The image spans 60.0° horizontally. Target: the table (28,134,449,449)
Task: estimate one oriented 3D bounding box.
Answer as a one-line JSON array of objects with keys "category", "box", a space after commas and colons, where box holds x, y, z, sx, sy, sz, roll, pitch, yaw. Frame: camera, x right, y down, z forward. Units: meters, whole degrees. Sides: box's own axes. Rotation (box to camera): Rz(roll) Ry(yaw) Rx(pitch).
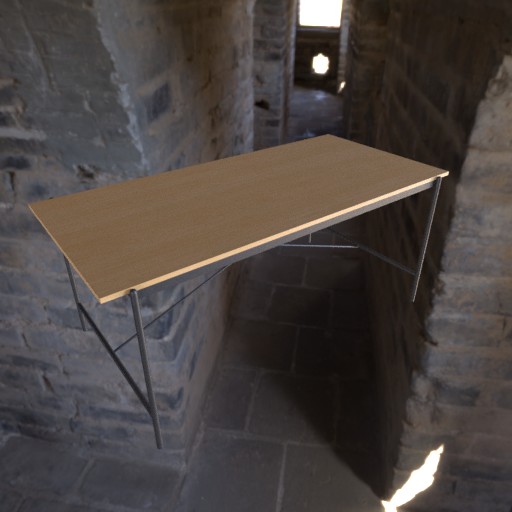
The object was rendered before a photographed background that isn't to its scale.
[{"category": "table", "box": [0.000, 0.000, 2.265, 1.800, 0.758, 0.900, -21, 37, -31]}]
